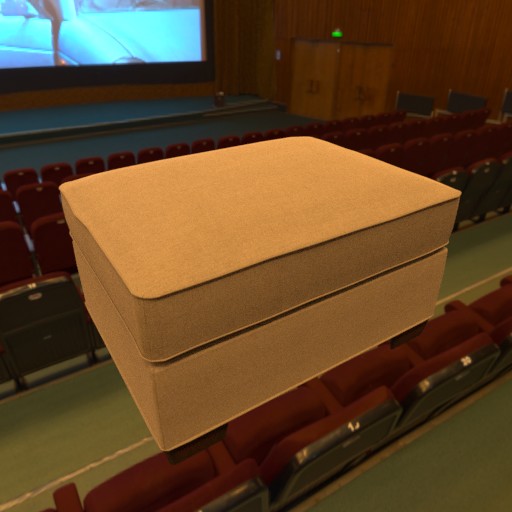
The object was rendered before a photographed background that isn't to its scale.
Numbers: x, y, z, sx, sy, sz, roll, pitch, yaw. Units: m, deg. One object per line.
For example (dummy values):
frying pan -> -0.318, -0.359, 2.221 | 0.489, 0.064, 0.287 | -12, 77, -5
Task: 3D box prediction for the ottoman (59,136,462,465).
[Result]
ottoman -> 0.000, 0.000, 1.214 | 0.846, 0.503, 0.617 | -18, 35, -28
